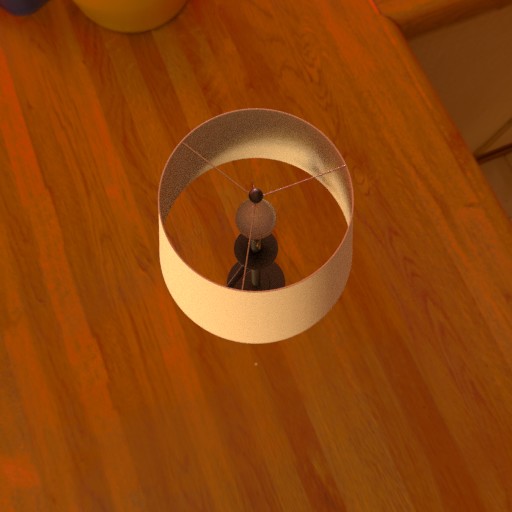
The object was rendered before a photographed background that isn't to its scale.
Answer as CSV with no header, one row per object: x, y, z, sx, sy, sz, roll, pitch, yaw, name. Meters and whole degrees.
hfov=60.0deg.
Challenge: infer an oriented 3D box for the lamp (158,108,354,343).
0.000,0.000,0.917,0.363,0.696,0.363,0,76,0,lamp
